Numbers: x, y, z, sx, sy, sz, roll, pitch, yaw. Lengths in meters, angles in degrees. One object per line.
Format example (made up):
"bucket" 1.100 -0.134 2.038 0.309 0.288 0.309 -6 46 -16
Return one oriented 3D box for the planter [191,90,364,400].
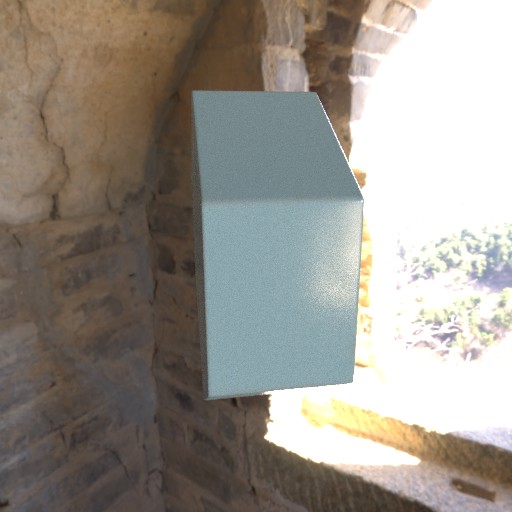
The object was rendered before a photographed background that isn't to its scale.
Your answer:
"planter" 0.000 0.000 0.295 0.078 0.207 0.169 -2 15 -9
